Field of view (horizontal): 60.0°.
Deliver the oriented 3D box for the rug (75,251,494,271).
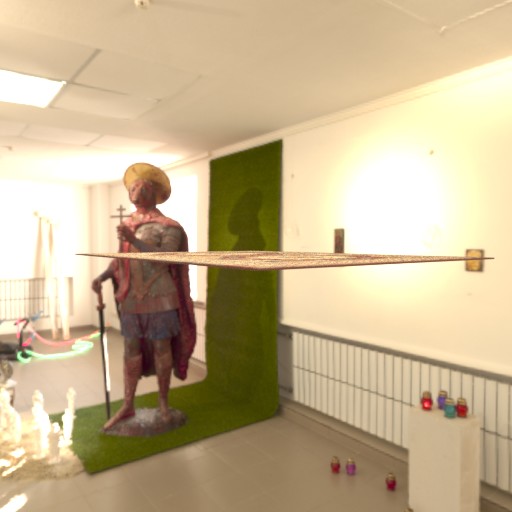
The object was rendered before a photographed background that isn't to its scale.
[{"bbox_3d":[0.000,0.000,4.116,2.381,0.013,3.197,-1,2,-37],"label":"rug"}]
